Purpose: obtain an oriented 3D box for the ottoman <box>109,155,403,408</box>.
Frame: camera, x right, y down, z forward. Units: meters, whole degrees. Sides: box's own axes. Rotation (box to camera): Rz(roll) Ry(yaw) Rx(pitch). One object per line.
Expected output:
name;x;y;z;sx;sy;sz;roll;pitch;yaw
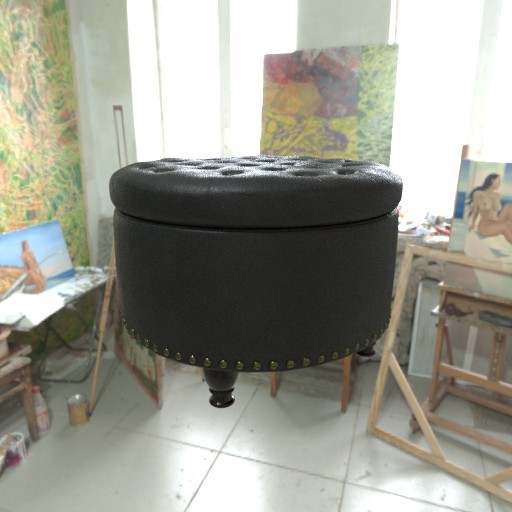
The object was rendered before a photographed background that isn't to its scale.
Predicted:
ottoman;0.000;0.000;1.055;0.637;0.442;0.637;0;16;0
